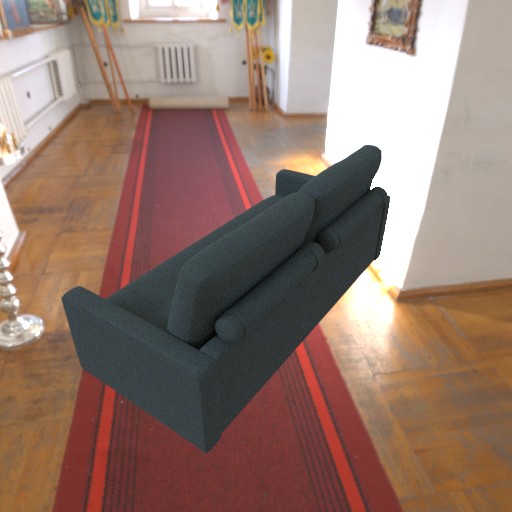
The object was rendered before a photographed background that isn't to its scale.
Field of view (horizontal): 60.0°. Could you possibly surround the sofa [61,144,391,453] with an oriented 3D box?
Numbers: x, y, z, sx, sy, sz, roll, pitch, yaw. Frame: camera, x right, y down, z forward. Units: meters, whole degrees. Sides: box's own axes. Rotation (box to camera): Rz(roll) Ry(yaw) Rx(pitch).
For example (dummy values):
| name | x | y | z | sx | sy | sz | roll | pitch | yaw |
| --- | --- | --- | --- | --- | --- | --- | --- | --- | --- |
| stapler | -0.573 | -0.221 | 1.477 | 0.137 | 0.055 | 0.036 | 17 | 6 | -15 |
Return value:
| name | x | y | z | sx | sy | sz | roll | pitch | yaw |
| --- | --- | --- | --- | --- | --- | --- | --- | --- | --- |
| sofa | 0.000 | 0.000 | 2.667 | 0.966 | 1.050 | 2.010 | 21 | 38 | 29 |
